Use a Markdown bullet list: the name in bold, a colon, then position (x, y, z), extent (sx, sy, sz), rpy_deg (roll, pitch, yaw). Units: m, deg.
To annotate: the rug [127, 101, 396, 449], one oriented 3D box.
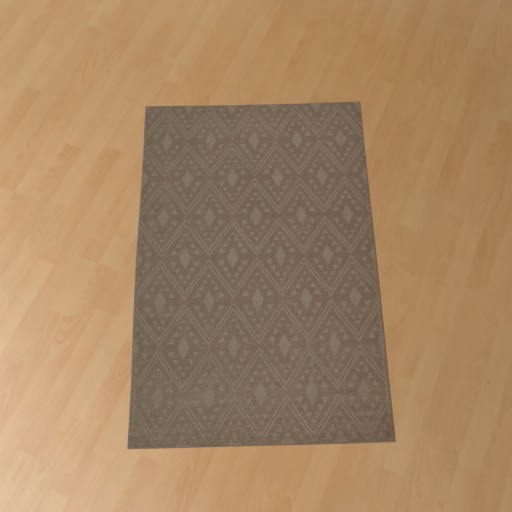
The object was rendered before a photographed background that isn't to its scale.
- **rug**: position (0.000, 0.000, 2.305), extent (1.252, 0.034, 1.829), rpy_deg (-1, 73, 0)
